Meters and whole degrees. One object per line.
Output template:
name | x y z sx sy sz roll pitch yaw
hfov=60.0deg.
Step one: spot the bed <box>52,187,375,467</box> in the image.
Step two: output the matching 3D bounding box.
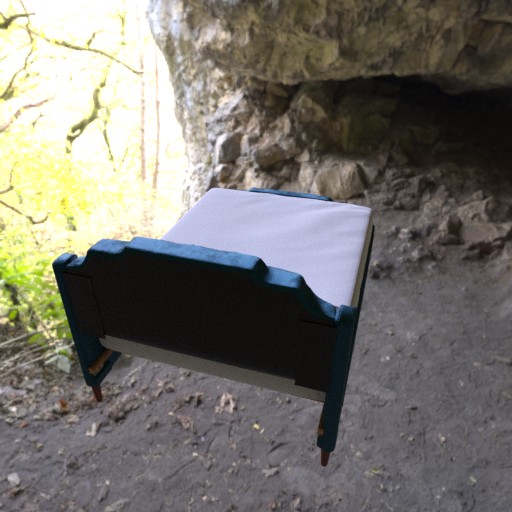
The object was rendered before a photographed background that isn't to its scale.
bed | 0.000 0.000 3.432 1.678 1.338 2.322 10 33 15
